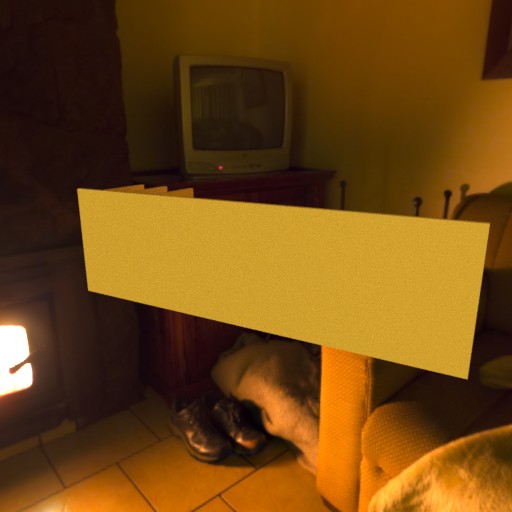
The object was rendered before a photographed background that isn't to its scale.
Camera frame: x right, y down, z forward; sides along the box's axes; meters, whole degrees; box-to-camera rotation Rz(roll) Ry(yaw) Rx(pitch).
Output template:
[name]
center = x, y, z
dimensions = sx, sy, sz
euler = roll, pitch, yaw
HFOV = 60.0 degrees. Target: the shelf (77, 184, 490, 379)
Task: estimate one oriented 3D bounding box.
[shelf]
center = 0.000, 0.000, 1.118
dimensions = 1.020, 0.300, 0.200
euler = 8, 18, 27
